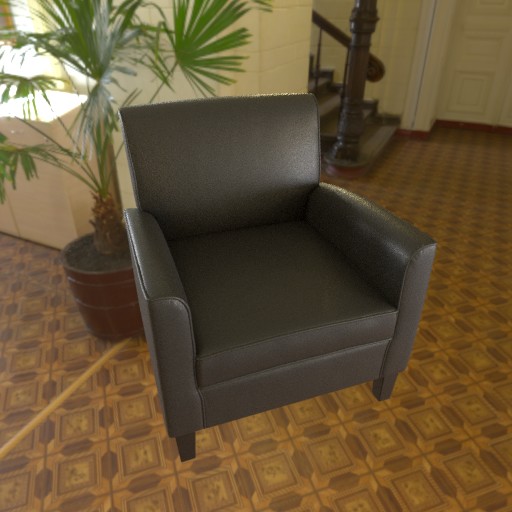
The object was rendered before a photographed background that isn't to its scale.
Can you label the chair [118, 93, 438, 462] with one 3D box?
[{"bbox_3d":[0.000,0.000,1.536,0.820,0.916,0.819,-10,33,-16],"label":"chair"}]
